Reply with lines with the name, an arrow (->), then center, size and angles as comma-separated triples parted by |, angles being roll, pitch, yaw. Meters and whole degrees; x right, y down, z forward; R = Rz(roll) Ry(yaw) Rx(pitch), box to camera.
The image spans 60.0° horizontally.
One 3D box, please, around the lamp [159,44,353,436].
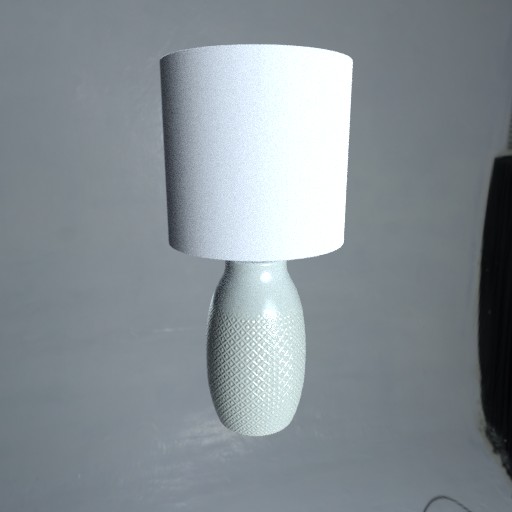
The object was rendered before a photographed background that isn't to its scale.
lamp -> 0.000, 0.000, 0.563 | 0.217, 0.453, 0.217 | -2, 15, -9
